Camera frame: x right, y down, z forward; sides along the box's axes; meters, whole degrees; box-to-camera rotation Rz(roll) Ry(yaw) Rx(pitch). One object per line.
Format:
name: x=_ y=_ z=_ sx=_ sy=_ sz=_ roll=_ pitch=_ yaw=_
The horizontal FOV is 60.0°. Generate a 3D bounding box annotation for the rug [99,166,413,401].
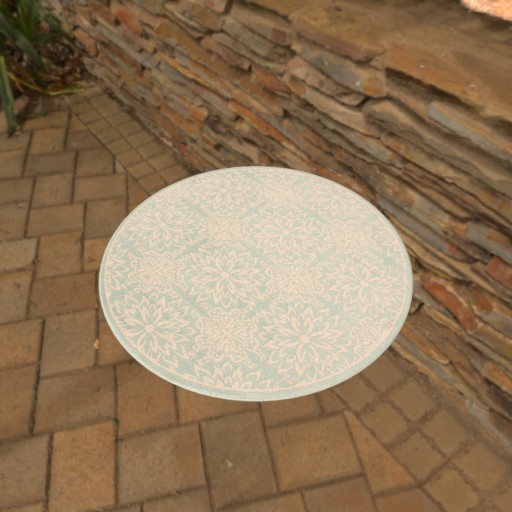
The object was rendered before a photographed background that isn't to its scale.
rug: x=0.000 y=0.000 z=2.311 sx=1.593 sy=0.012 sz=1.593 roll=0 pitch=47 yaw=0
